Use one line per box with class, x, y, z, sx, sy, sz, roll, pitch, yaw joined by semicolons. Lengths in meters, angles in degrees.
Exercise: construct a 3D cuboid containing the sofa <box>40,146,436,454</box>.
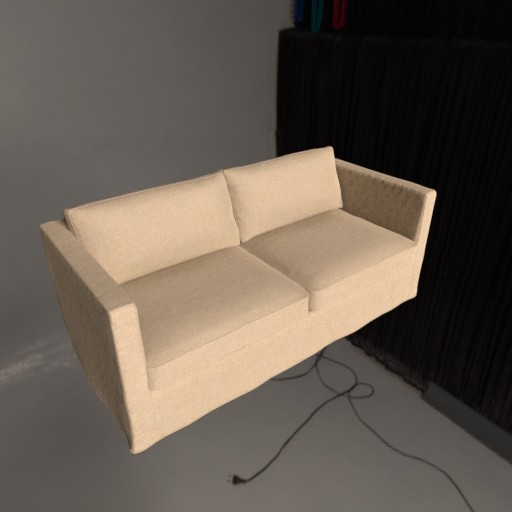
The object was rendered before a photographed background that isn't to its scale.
sofa;0.000;0.000;2.482;1.987;0.847;0.956;-20;35;-32
